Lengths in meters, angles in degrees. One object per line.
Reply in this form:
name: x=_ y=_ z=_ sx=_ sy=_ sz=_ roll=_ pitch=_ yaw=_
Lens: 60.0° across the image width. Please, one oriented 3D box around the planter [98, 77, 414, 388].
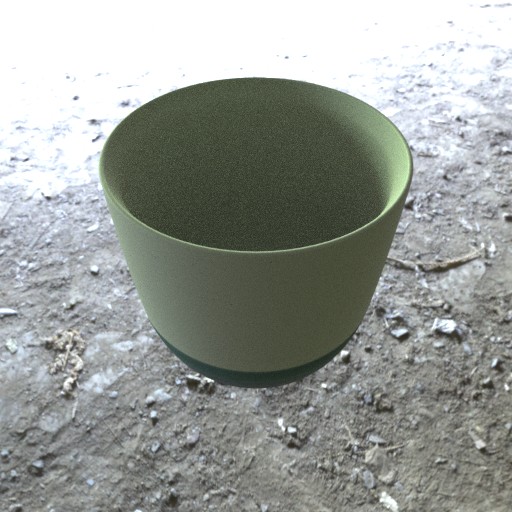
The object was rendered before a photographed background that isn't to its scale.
planter: x=0.000 y=0.000 z=0.371 sx=0.204 sy=0.214 sz=0.204 roll=0 pitch=46 yaw=0
